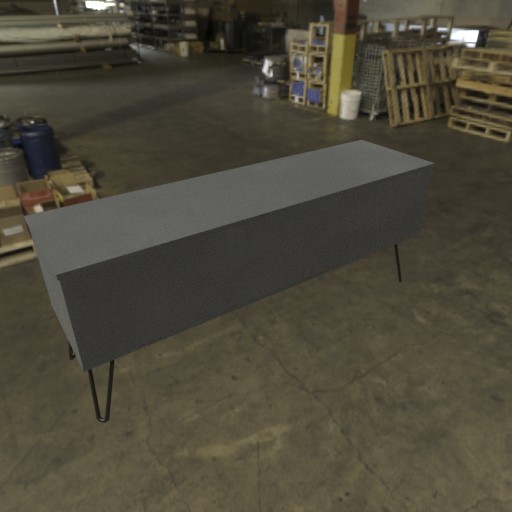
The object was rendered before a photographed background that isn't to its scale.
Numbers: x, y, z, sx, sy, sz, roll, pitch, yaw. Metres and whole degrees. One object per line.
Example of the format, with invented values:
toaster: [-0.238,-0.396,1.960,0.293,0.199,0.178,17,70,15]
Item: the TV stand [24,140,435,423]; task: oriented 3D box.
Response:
TV stand: [0.000,0.000,1.655,1.400,0.560,0.400,-19,36,-29]
